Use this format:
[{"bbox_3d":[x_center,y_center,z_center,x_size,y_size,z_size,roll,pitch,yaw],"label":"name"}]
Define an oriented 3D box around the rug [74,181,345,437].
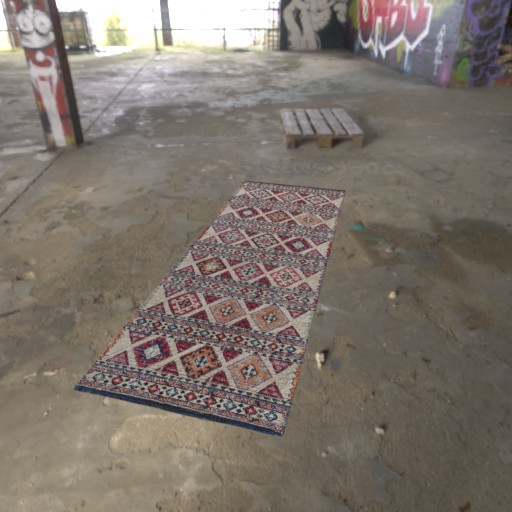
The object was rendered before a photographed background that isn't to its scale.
[{"bbox_3d":[0.000,0.000,2.602,0.832,0.008,2.362,8,31,13],"label":"rug"}]
